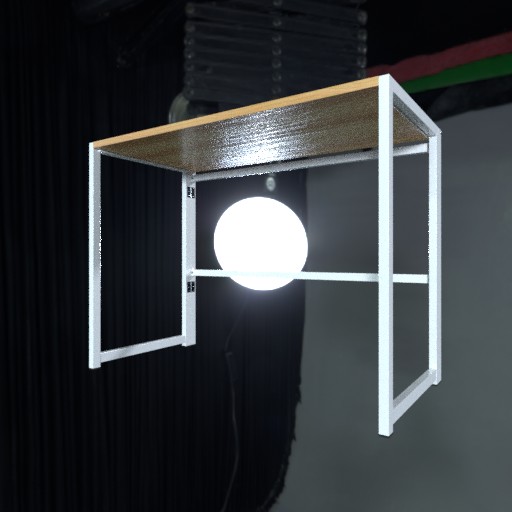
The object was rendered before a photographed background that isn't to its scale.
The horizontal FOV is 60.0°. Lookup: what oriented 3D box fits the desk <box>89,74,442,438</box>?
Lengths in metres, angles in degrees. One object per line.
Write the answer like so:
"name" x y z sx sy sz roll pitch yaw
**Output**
"desk" 0.000 0.000 1.417 1.016 0.762 0.508 0 0 34
